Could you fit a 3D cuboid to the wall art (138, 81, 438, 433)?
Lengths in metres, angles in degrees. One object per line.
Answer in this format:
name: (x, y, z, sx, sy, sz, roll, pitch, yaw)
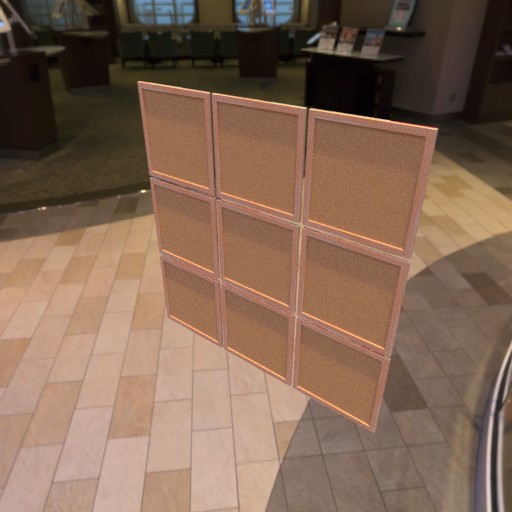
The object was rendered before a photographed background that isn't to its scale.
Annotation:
wall art: (0.000, 0.000, 1.803, 1.216, 1.220, 0.013, 21, 37, 32)
